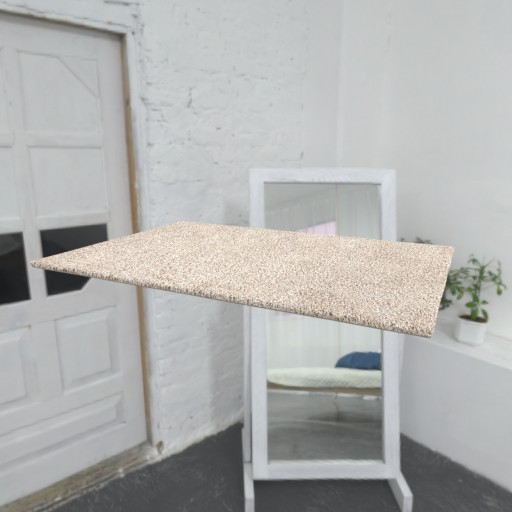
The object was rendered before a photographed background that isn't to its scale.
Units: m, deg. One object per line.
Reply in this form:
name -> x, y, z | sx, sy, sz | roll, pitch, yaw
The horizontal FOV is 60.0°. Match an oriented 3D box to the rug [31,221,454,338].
rug -> 0.000, 0.000, 2.232 | 1.778, 0.030, 1.219 | 7, 16, 25
